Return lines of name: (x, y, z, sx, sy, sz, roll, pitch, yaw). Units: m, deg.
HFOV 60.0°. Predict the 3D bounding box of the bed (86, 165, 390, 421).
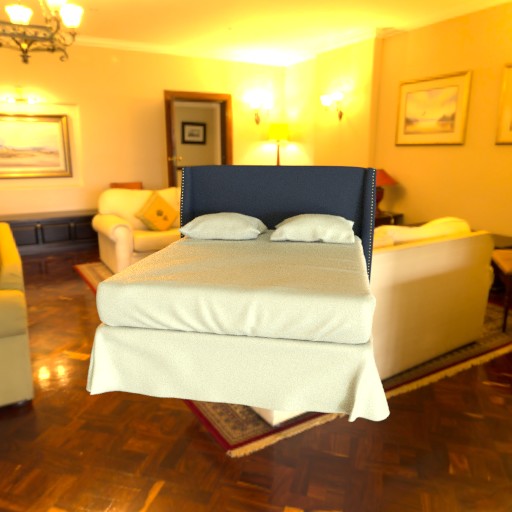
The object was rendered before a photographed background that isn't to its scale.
bed: (0.000, 0.000, 3.488, 1.925, 1.332, 2.276, 3, 14, 10)
